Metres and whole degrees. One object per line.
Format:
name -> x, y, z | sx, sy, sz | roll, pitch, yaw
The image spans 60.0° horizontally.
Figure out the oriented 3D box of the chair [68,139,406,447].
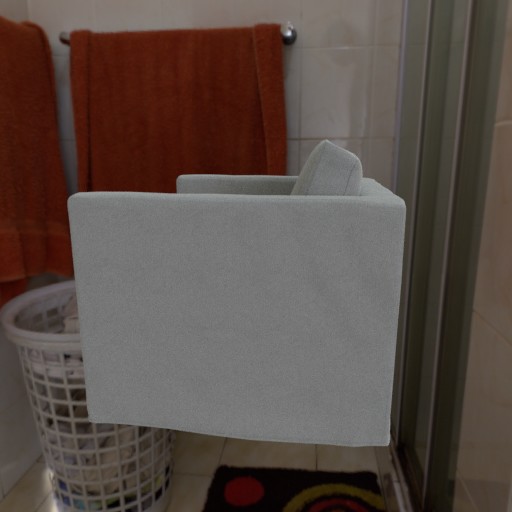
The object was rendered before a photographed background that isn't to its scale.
chair -> 0.000, 0.000, 1.714 | 0.949, 0.863, 1.057 | 2, 14, 9
